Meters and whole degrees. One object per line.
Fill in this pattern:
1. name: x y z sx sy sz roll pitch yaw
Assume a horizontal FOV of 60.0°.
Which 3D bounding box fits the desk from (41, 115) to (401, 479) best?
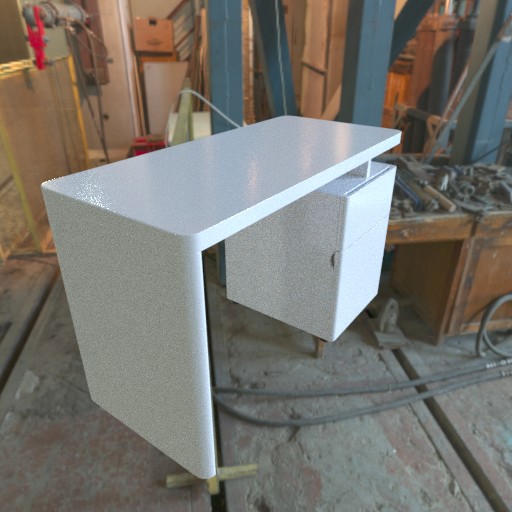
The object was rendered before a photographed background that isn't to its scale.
1. desk: 0.000 0.000 1.613 0.550 0.760 1.200 19 33 32
